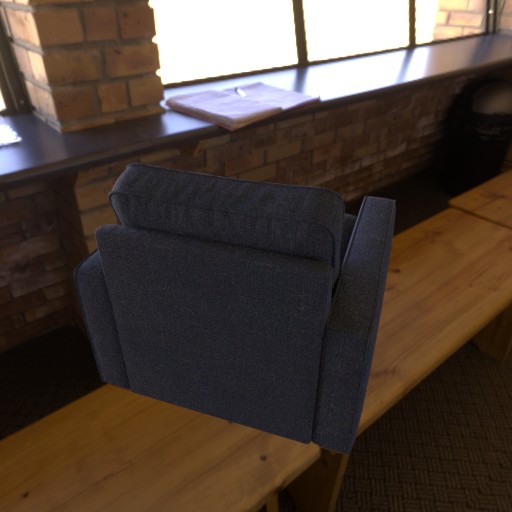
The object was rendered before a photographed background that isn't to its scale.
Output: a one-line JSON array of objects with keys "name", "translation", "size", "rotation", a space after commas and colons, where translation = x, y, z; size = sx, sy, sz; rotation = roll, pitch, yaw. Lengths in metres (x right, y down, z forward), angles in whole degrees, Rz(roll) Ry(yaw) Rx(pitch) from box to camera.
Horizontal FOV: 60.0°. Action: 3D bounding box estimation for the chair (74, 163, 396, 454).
[{"name": "chair", "translation": [0.000, 0.000, 1.765], "size": [1.017, 0.919, 0.940], "rotation": [11, 34, 16]}]
